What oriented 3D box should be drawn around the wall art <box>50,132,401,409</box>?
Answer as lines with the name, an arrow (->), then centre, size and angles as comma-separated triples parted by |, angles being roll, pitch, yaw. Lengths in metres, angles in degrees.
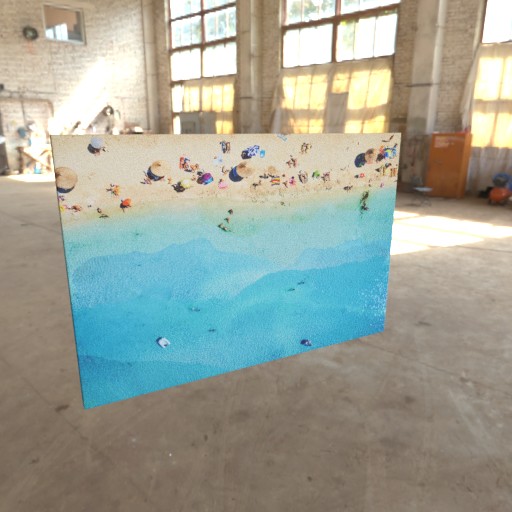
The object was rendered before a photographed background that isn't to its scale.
wall art -> 0.000, 0.000, 1.442 | 1.136, 0.769, 0.040 | -8, 18, -26
